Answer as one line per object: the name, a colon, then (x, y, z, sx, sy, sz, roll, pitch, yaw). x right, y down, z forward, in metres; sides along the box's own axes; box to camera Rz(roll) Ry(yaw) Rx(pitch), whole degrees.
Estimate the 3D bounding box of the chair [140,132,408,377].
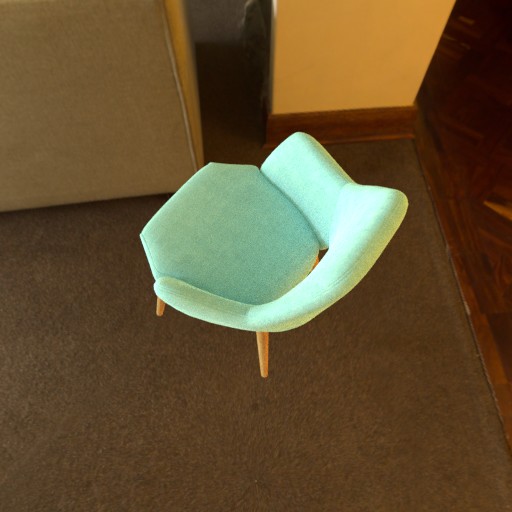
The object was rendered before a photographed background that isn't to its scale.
chair: (0.000, 0.000, 1.274, 0.610, 0.840, 0.590, 33, 68, 15)
